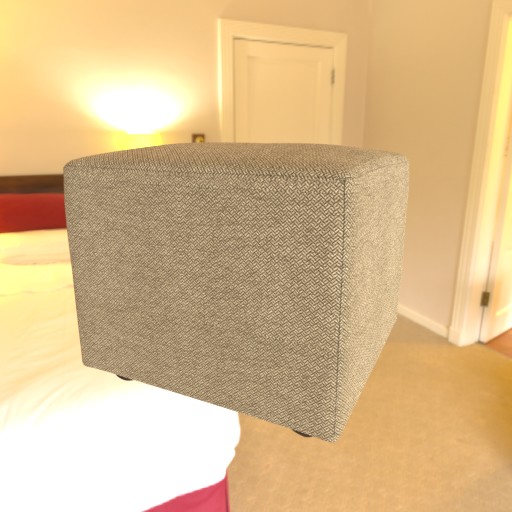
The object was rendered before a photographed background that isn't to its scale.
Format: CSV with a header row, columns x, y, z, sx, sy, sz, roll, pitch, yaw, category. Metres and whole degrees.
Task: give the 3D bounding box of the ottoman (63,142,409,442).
x,y,z,sx,sy,sz,roll,pitch,yaw,category
0.000,0.000,0.914,0.519,0.453,0.512,8,17,26,ottoman
